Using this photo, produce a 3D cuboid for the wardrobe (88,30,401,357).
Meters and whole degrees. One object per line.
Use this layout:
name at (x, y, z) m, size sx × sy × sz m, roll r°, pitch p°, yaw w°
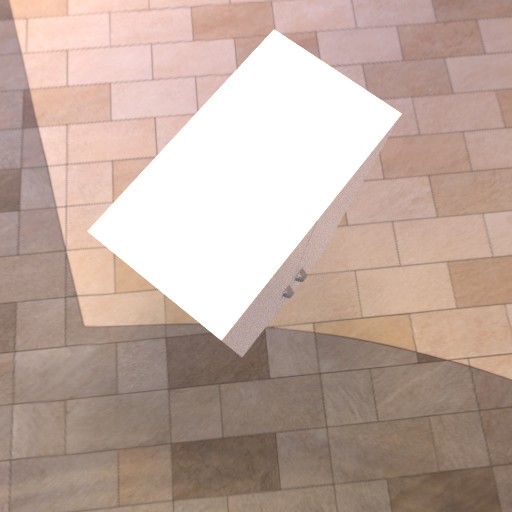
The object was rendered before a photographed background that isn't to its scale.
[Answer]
wardrobe at (0.000, 0.000, 1.965) m, size 0.470 × 1.700 × 0.760 m, roll 37°, pitch 79°, yaw 9°
